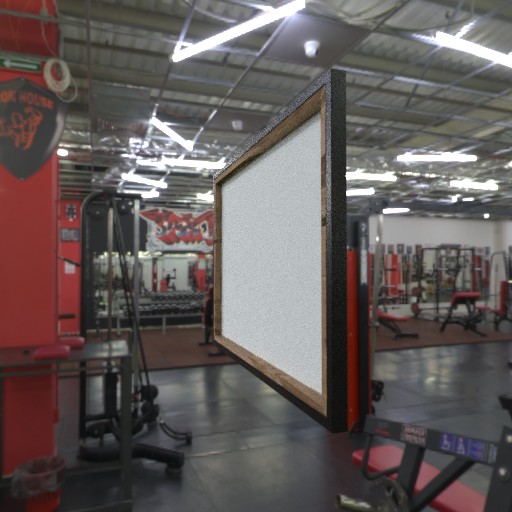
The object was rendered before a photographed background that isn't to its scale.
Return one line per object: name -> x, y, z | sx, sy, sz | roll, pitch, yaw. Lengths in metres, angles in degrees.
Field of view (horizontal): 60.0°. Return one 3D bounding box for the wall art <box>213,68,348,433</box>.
wall art -> 0.000, 0.000, 0.856 | 0.022, 0.446, 0.659 | 1, -2, -18
